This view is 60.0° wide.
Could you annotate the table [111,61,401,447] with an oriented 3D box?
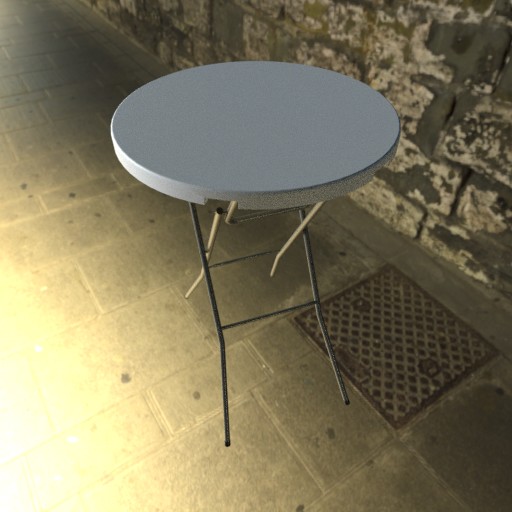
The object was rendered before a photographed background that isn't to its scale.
[{"bbox_3d":[0.000,0.000,1.614,0.792,1.105,0.795,-14,45,-14],"label":"table"}]
